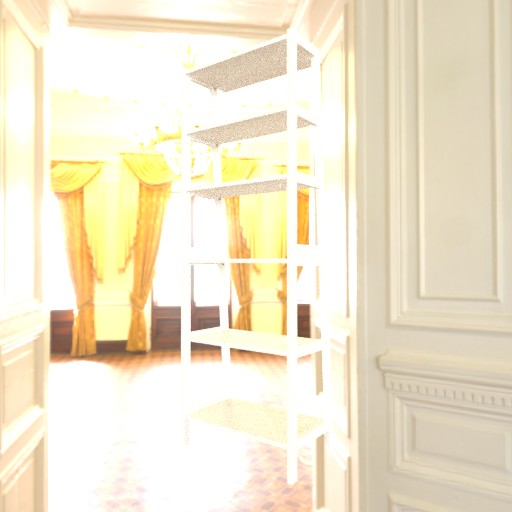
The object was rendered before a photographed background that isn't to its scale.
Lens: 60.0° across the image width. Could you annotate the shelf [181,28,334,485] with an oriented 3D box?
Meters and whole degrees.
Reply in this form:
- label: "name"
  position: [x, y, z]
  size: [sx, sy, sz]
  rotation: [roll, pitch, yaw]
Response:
- label: "shelf"
  position: [0.000, 0.000, 2.181]
  size: [0.660, 1.892, 0.381]
  rotation: [0, -1, 37]
